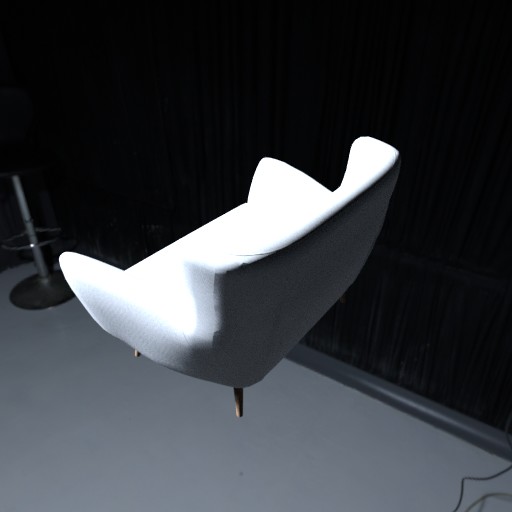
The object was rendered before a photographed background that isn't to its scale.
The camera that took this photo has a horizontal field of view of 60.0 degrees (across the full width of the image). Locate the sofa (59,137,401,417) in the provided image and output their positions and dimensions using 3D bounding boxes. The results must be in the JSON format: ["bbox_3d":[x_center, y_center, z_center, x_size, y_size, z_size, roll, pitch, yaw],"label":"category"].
[{"bbox_3d":[0.000,0.000,2.049,0.921,0.878,1.424,21,37,30],"label":"sofa"}]
